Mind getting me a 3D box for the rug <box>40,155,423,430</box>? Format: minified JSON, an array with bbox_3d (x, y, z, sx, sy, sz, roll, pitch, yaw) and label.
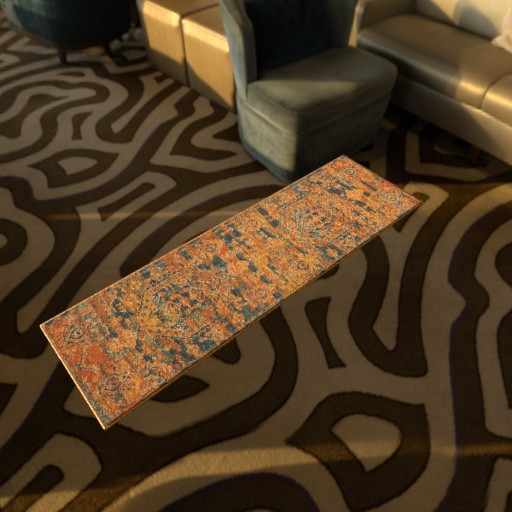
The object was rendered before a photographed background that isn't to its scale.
[{"bbox_3d":[0.000,0.000,2.041,1.820,0.013,0.556,-32,55,-26],"label":"rug"}]
